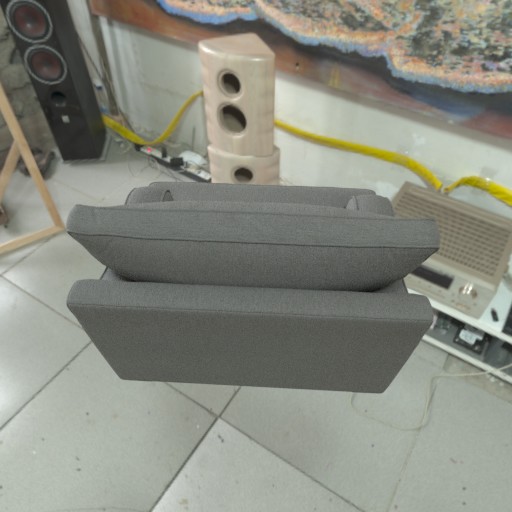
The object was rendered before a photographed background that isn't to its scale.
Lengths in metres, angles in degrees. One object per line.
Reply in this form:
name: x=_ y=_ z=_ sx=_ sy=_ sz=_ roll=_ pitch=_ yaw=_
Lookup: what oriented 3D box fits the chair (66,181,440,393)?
chair: x=0.000 y=0.000 z=1.971 sx=1.220 sy=1.016 sz=1.041 roll=2 pitch=47 yaw=2
